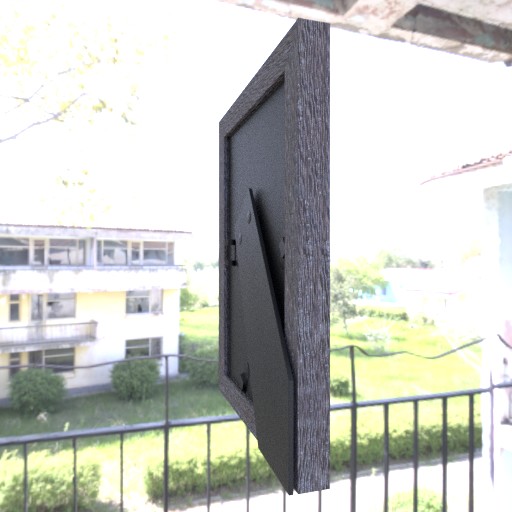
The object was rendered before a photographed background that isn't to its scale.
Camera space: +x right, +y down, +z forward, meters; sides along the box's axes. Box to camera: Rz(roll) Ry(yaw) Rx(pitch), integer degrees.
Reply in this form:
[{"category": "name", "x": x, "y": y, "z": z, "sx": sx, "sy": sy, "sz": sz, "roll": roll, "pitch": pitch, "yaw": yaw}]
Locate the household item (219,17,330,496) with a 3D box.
[{"category": "household item", "x": 0.000, "y": 0.000, "z": 0.273, "sx": 0.020, "sy": 0.210, "sz": 0.160, "roll": 0, "pitch": 0, "yaw": -17}]
